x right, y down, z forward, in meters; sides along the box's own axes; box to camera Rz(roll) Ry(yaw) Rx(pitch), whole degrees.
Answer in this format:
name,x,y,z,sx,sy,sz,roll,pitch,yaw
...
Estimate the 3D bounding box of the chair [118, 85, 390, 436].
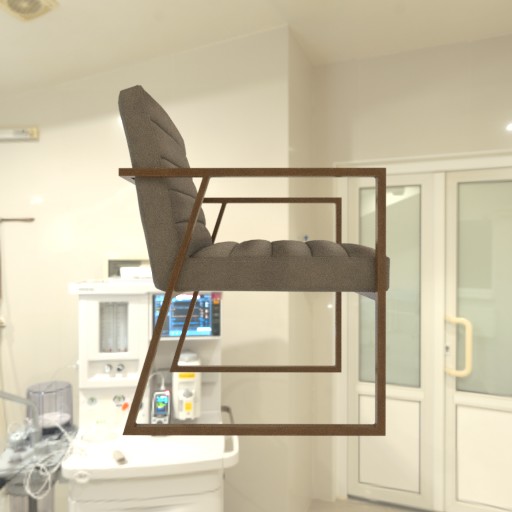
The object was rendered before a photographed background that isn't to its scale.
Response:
name,x,y,z,sx,sy,sz,roll,pitch,yaw
chair,0.000,0.000,1.328,0.682,0.843,0.578,0,0,1
